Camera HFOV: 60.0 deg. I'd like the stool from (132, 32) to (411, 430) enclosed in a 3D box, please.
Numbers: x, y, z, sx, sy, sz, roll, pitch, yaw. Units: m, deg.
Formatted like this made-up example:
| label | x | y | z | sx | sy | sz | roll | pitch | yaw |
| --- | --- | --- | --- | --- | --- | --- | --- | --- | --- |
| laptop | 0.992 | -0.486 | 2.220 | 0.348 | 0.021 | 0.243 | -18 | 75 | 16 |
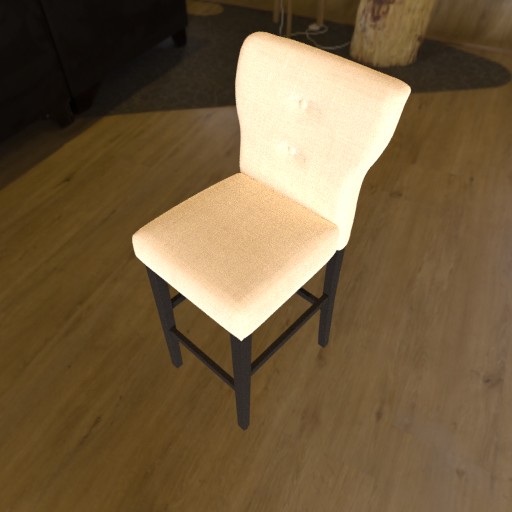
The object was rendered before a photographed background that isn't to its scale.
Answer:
| label | x | y | z | sx | sy | sz | roll | pitch | yaw |
| --- | --- | --- | --- | --- | --- | --- | --- | --- | --- |
| stool | 0.000 | 0.000 | 1.432 | 0.516 | 1.124 | 0.603 | 34 | 55 | 28 |
